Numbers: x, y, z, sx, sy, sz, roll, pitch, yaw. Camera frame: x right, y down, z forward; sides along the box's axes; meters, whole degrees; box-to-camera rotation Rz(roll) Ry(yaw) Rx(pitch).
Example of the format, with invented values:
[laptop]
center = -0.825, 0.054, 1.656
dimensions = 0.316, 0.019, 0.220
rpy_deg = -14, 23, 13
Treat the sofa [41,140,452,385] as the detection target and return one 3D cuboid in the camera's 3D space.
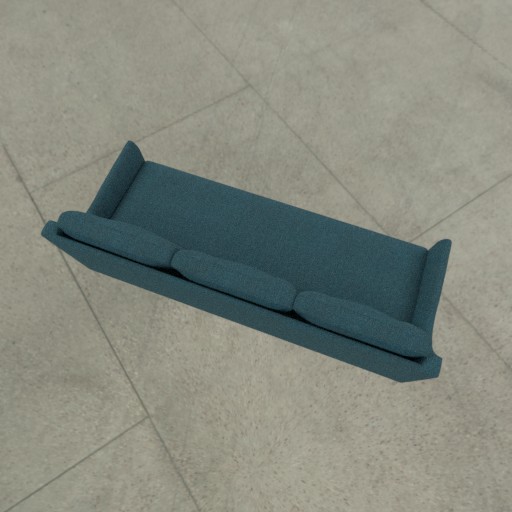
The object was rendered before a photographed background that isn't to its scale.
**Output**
[sofa]
center = 0.000, 0.000, 2.562
dimensions = 2.060, 0.837, 0.849
rpy_deg = 19, 65, 9
